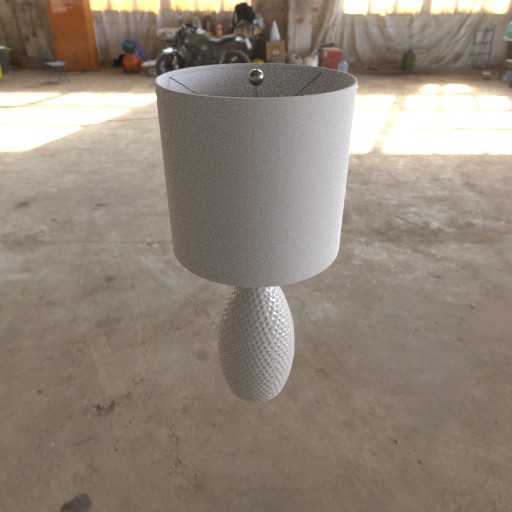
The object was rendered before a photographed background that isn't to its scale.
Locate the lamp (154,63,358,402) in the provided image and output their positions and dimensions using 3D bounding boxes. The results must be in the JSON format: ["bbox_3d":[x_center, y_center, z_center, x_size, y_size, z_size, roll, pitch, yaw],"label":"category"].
[{"bbox_3d":[0.000,0.000,0.593,0.214,0.466,0.214,10,33,17],"label":"lamp"}]
